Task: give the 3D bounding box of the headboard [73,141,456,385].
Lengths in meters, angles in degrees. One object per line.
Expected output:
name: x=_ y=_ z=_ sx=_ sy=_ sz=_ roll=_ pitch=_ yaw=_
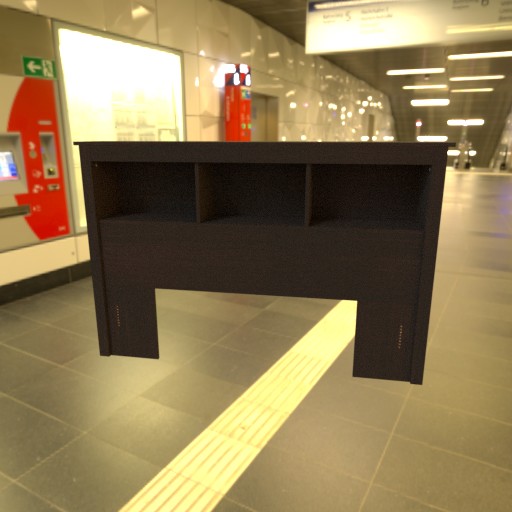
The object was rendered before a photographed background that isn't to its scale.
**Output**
headboard: x=0.000 y=0.000 z=2.185 sx=1.671 sy=1.092 sz=0.279 roll=3 pitch=15 yaw=10
